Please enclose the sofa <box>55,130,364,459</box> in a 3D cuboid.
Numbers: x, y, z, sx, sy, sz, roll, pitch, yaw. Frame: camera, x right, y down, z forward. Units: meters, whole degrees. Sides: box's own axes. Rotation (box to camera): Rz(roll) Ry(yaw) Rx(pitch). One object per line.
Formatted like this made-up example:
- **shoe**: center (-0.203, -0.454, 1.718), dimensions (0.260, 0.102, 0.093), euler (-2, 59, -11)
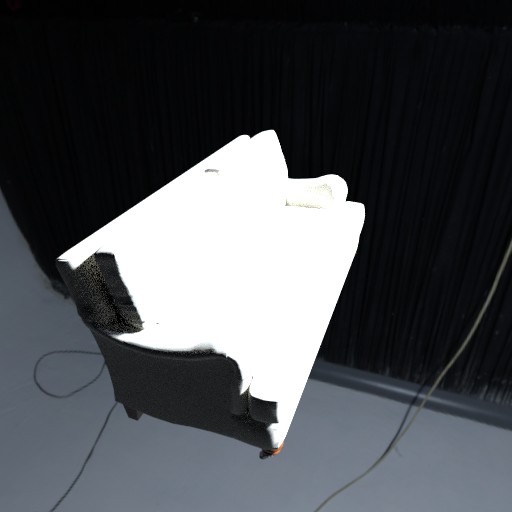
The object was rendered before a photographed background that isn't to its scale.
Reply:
- **sofa**: center (0.000, 0.000, 2.807), dimensions (1.086, 1.087, 2.159), euler (11, 32, 18)
